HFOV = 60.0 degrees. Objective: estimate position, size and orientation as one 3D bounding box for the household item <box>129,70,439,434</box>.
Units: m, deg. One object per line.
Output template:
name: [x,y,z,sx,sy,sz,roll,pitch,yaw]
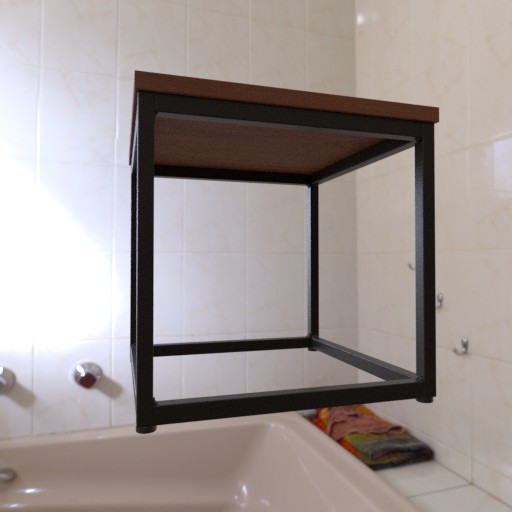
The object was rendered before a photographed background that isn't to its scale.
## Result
household item: [0.000,0.000,0.733,0.400,0.400,0.400,0,-1,-17]
